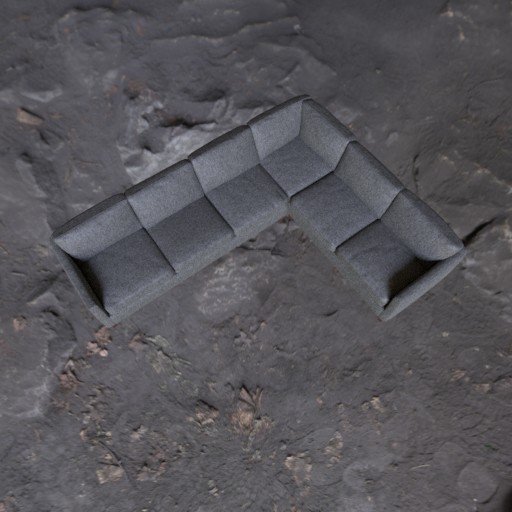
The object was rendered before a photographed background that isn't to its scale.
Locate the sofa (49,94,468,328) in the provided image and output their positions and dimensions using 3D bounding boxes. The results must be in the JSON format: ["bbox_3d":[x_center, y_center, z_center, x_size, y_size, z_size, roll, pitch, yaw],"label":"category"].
[{"bbox_3d":[0.000,0.000,4.547,3.302,0.947,2.593,-33,69,-14],"label":"sofa"}]
